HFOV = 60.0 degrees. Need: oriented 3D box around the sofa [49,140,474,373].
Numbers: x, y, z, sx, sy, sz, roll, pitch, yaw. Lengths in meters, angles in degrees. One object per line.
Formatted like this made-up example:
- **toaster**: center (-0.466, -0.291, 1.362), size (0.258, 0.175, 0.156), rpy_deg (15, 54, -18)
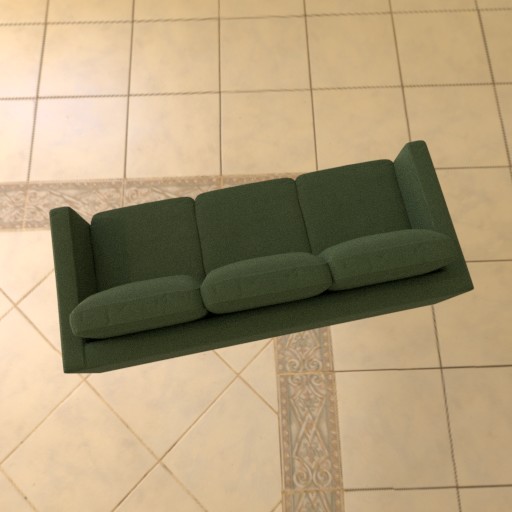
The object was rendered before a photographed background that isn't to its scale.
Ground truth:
- **sofa**: center (0.000, 0.000, 2.459), size (2.029, 0.899, 0.879), rpy_deg (-11, 76, -3)
